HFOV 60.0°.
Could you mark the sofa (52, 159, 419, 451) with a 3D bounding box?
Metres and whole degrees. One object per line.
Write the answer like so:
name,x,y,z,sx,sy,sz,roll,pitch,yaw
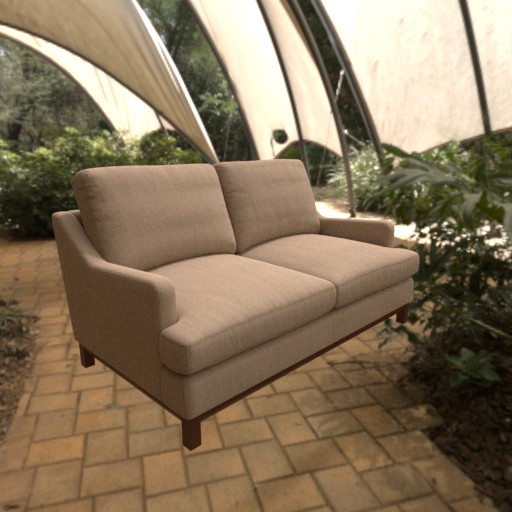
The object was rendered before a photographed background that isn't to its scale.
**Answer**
sofa,0.000,0.000,2.233,1.004,0.910,1.619,14,20,43
